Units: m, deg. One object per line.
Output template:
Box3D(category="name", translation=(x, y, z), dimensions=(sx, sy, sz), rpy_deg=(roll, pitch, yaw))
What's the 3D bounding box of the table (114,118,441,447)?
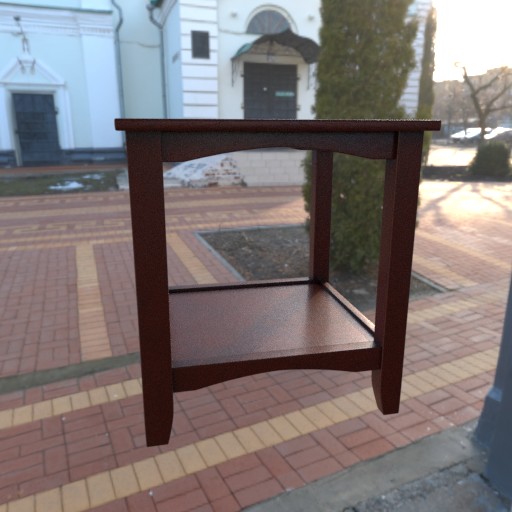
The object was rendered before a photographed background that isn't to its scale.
Box3D(category="table", translation=(0.000, 0.000, 0.968), dimensions=(0.523, 0.558, 0.522), rpy_deg=(-3, 16, -9))
